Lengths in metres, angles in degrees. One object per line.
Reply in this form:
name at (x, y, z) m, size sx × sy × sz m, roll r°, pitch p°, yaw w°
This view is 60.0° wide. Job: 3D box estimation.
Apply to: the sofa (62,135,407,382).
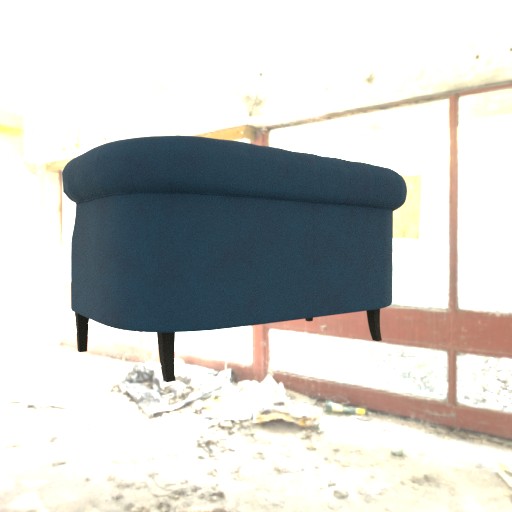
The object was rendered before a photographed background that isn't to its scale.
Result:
sofa at (0.000, 0.000, 2.024) m, size 1.558 × 0.827 × 0.835 m, roll -1°, pitch 1°, yaw -36°
